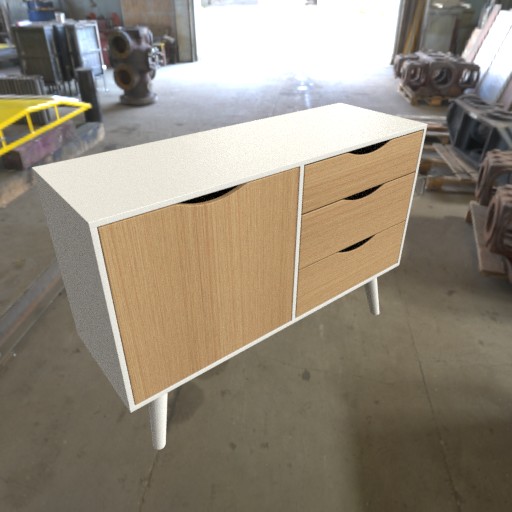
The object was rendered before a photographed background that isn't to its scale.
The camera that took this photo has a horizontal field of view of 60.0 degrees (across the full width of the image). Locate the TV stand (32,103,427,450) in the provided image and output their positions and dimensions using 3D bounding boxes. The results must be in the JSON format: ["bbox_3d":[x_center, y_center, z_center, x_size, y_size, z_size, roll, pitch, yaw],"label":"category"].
[{"bbox_3d":[0.000,0.000,1.565,1.193,0.812,0.406,-23,38,-32],"label":"TV stand"}]
